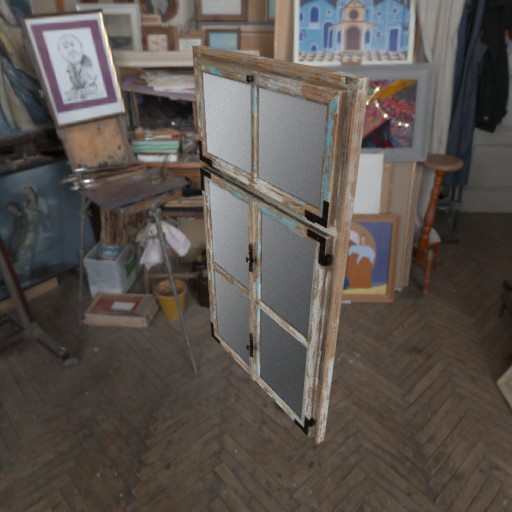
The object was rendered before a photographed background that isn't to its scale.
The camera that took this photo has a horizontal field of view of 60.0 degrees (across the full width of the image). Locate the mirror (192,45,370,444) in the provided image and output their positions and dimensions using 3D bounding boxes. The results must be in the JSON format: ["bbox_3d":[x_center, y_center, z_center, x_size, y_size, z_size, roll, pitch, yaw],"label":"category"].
[{"bbox_3d":[0.000,0.000,1.482,0.083,1.213,0.707,-21,37,-30],"label":"mirror"}]
